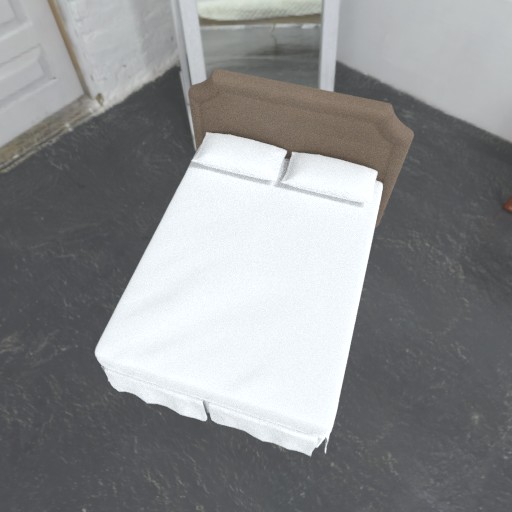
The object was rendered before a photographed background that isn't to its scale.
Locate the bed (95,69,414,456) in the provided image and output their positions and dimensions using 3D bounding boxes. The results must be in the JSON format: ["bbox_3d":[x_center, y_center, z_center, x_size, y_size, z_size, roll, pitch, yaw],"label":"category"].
[{"bbox_3d":[0.000,0.000,3.099,1.693,1.290,2.116,15,60,9],"label":"bed"}]
